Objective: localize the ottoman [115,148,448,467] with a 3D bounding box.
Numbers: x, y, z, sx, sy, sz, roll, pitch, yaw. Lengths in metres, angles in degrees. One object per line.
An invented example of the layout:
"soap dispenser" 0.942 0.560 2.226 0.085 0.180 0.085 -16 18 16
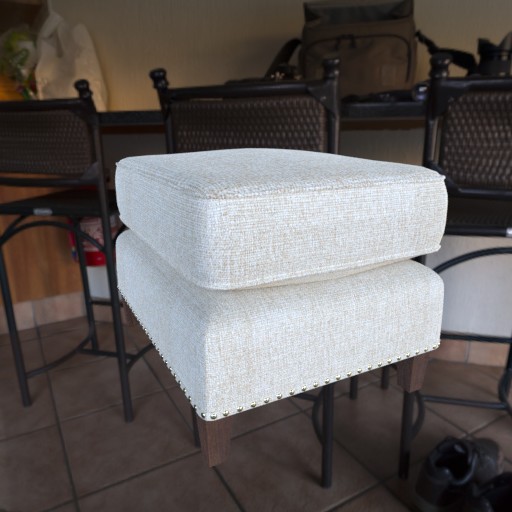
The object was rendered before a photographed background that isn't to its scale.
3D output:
"ottoman" 0.000 0.000 1.138 0.589 0.537 0.738 -9 19 -27
